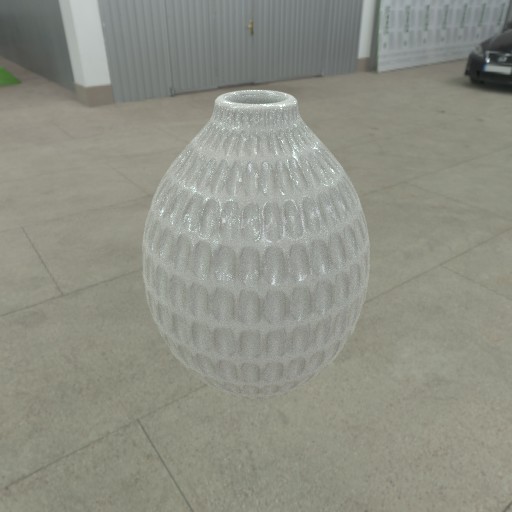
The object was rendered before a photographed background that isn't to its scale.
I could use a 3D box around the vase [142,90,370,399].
[{"bbox_3d":[0.000,0.000,0.323,0.162,0.223,0.162,0,31,0],"label":"vase"}]
